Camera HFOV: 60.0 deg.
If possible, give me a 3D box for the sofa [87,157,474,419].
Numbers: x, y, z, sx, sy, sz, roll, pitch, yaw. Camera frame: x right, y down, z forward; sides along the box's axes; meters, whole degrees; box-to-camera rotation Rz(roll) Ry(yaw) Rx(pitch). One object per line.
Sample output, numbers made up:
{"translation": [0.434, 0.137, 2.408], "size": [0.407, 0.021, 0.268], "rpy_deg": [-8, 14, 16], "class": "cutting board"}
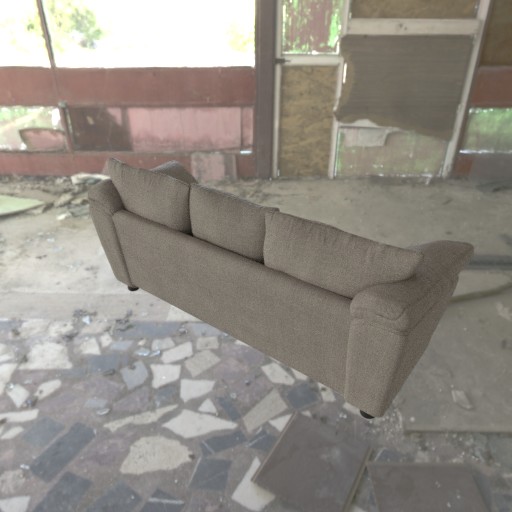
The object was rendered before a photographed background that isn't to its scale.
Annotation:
{"translation": [0.000, 0.000, 2.821], "size": [2.334, 0.996, 0.878], "rpy_deg": [21, 36, 32], "class": "sofa"}
